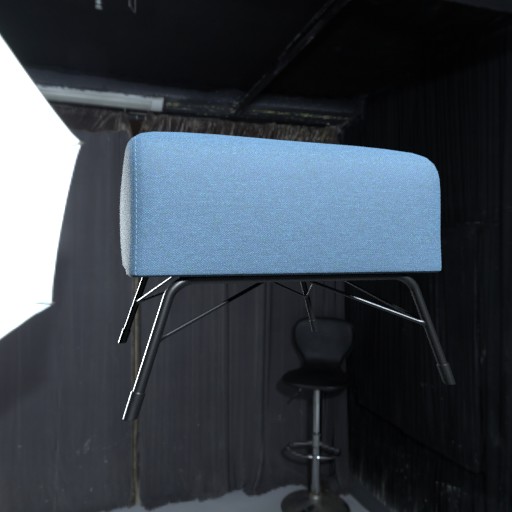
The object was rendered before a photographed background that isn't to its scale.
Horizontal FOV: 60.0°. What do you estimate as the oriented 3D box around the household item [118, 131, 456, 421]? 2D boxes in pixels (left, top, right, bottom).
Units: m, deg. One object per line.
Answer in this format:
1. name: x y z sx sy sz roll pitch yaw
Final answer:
1. household item: 0.000 0.000 0.900 0.530 0.420 0.530 0 1 -18
